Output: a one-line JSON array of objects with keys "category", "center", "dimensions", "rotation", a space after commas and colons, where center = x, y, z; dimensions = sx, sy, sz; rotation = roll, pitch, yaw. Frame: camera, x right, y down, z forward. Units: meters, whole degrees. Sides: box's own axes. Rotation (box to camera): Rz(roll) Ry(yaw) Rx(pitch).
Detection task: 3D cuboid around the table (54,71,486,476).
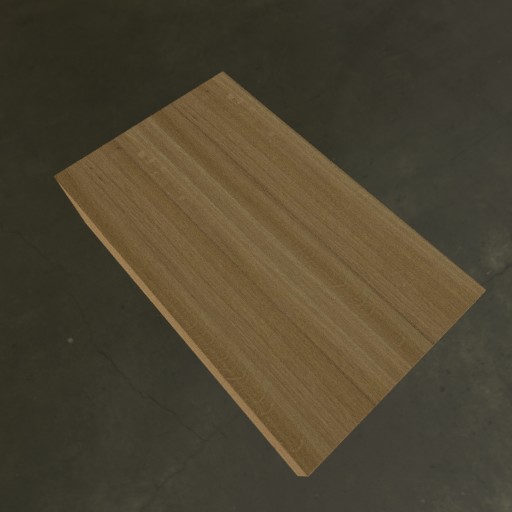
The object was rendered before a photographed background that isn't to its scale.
[{"category": "table", "center": [0.000, 0.000, 1.437], "dimensions": [0.678, 0.353, 1.110], "rotation": [-39, 70, -17]}]
